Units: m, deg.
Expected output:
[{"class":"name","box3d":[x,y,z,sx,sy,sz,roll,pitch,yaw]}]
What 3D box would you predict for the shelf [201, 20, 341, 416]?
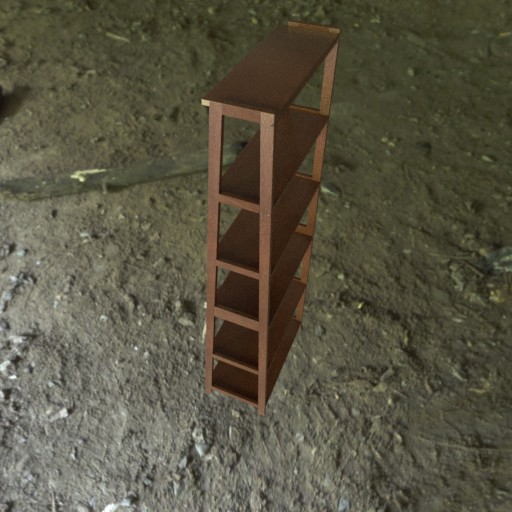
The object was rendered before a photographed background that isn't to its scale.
[{"class":"shelf","box3d":[0.000,0.000,2.111,0.382,1.892,0.660,17,49,15]}]
